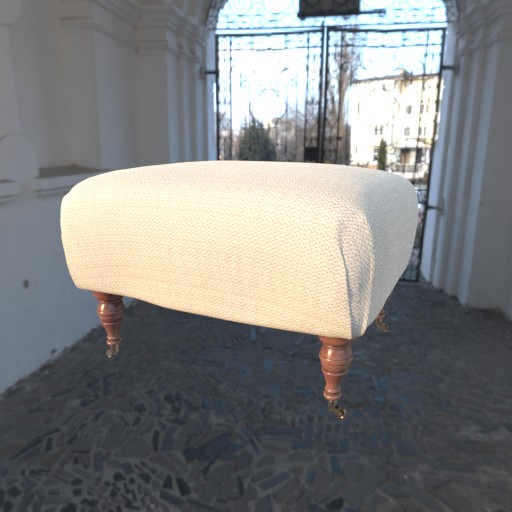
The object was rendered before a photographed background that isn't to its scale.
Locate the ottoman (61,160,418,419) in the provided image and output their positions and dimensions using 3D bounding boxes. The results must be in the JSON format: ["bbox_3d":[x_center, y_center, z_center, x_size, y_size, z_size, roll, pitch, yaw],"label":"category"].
[{"bbox_3d":[0.000,0.000,1.070,0.684,0.447,0.622,7,15,25],"label":"ottoman"}]
